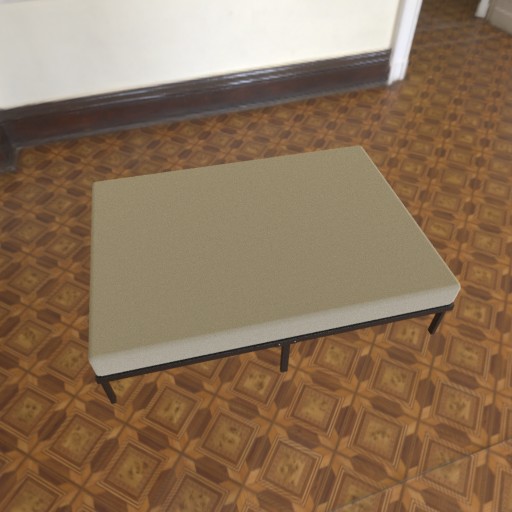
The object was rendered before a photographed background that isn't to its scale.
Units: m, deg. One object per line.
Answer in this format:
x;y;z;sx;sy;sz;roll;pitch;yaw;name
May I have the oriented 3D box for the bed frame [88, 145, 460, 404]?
0.000;0.000;3.835;2.842;0.680;2.205;-5;47;-4;bed frame
